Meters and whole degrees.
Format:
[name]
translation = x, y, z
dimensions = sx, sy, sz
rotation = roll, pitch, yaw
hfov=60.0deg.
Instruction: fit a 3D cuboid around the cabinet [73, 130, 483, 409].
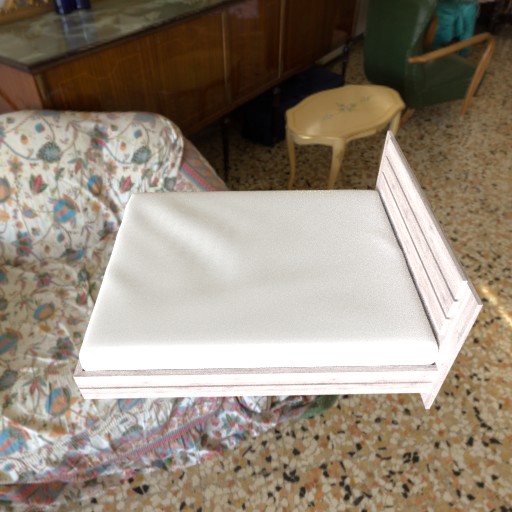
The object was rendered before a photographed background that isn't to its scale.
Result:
[cabinet]
translation = 0.000, 0.000, 3.009
dimensions = 2.080, 0.970, 1.750
rotation = -1, 42, -1
